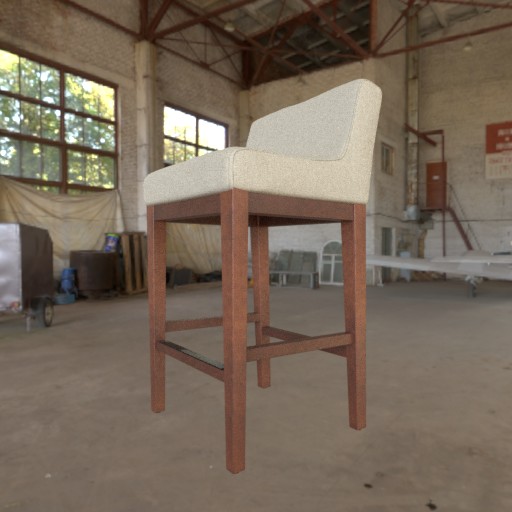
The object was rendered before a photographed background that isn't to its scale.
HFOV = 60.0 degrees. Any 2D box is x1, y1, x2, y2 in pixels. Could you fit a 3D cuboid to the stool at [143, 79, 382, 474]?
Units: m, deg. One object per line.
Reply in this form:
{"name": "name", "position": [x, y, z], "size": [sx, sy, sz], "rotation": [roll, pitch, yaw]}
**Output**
{"name": "stool", "position": [0.000, 0.000, 1.263], "size": [0.500, 0.937, 0.511], "rotation": [-1, 2, -35]}
